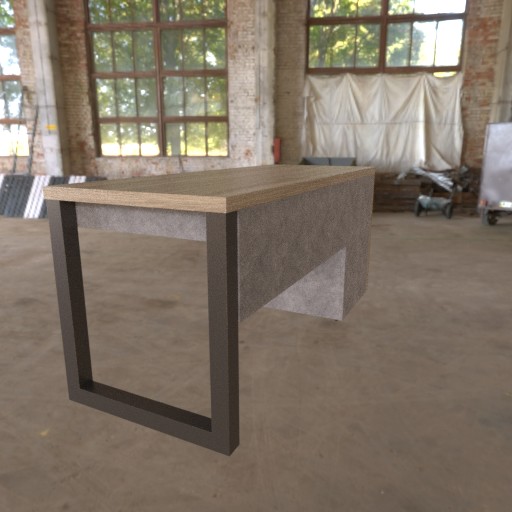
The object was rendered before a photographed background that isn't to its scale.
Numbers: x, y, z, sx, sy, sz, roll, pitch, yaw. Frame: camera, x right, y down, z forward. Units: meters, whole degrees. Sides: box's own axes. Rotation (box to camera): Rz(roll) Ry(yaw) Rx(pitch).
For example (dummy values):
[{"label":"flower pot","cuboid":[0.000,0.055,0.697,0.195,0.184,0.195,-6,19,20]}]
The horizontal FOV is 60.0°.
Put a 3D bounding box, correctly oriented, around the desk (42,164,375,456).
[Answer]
[{"label":"desk","cuboid":[0.000,0.000,2.073,0.690,0.760,1.700,7,16,26]}]
